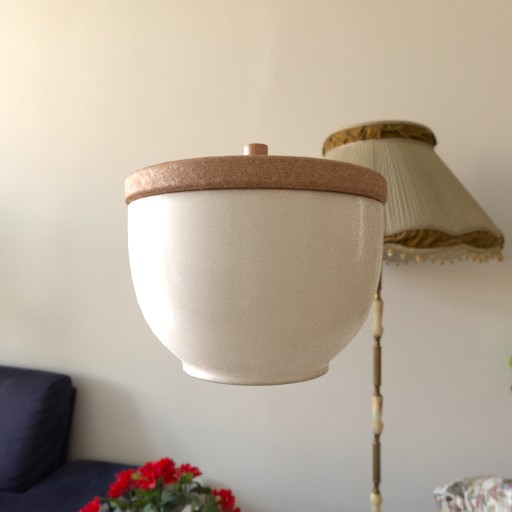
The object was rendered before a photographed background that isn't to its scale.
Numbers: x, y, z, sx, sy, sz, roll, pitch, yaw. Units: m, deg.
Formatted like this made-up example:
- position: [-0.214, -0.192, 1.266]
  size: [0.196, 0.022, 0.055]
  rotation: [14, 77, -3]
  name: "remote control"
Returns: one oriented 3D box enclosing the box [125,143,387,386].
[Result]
- position: [0.000, 0.000, 0.189]
  size: [0.107, 0.094, 0.107]
  rotation: [0, -1, 0]
  name: "box"
